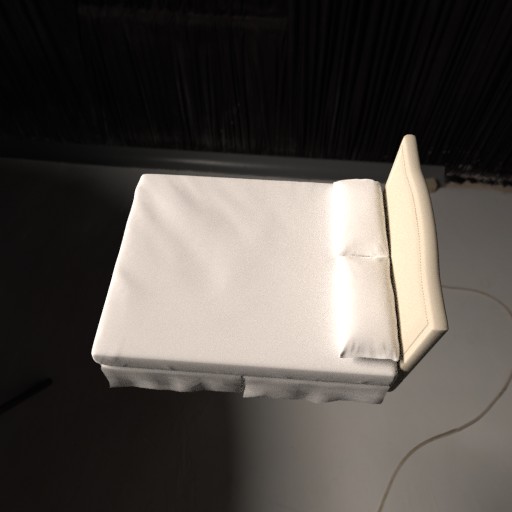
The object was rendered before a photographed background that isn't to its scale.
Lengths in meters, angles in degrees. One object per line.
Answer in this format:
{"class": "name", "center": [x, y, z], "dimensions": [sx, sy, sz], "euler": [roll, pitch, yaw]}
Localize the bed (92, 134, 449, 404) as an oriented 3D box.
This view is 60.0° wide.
{"class": "bed", "center": [0.000, 0.000, 3.706], "dimensions": [2.477, 1.437, 1.977], "euler": [4, 58, 2]}
